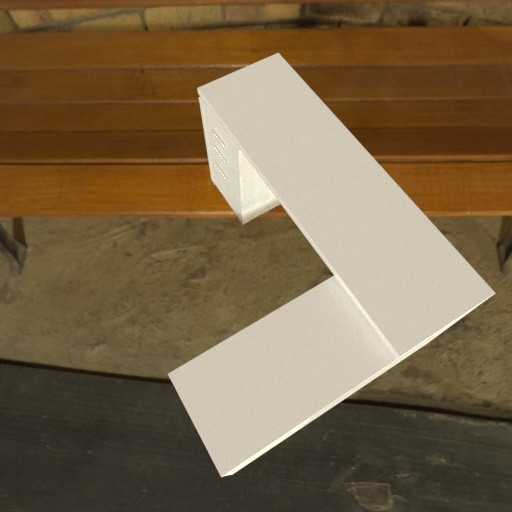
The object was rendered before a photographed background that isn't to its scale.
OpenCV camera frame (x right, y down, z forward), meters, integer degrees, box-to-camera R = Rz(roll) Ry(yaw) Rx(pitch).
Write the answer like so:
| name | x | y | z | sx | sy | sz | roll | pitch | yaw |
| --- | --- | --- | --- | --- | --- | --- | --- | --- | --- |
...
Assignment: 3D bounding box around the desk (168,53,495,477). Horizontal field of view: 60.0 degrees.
| name | x | y | z | sx | sy | sz | roll | pitch | yaw |
| --- | --- | --- | --- | --- | --- | --- | --- | --- | --- |
| desk | 0.000 | 0.000 | 2.166 | 1.200 | 0.753 | 1.524 | -29 | 68 | -13 |
